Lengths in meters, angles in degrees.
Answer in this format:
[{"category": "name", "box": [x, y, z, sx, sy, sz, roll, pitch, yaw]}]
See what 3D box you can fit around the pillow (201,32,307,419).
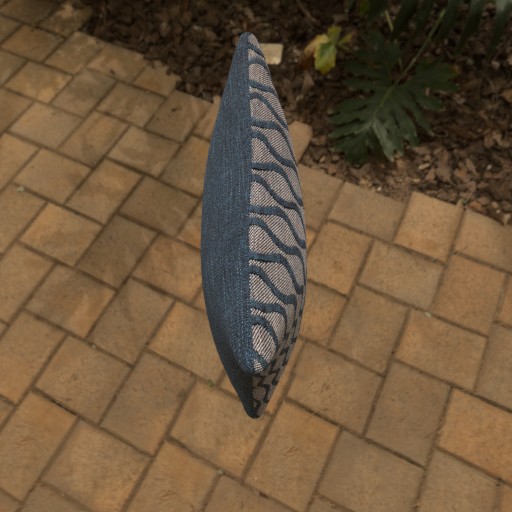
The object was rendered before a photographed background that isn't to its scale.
[{"category": "pillow", "box": [0.000, 0.000, 0.663, 0.159, 0.435, 0.435, -2, 63, -1]}]
